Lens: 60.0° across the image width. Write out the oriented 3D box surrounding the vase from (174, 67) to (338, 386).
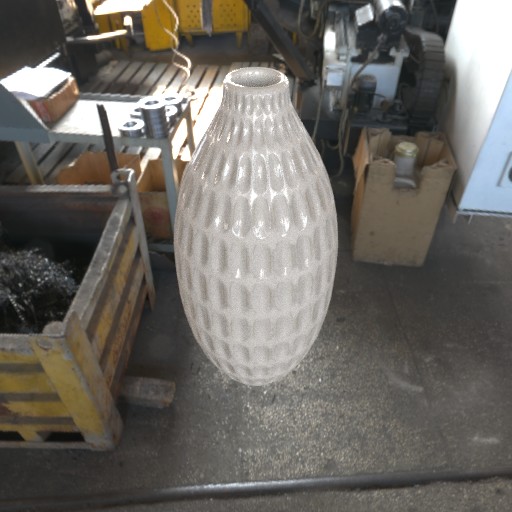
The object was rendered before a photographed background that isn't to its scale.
[{"bbox_3d":[0.000,0.000,0.354,0.127,0.282,0.127,0,42,0],"label":"vase"}]
